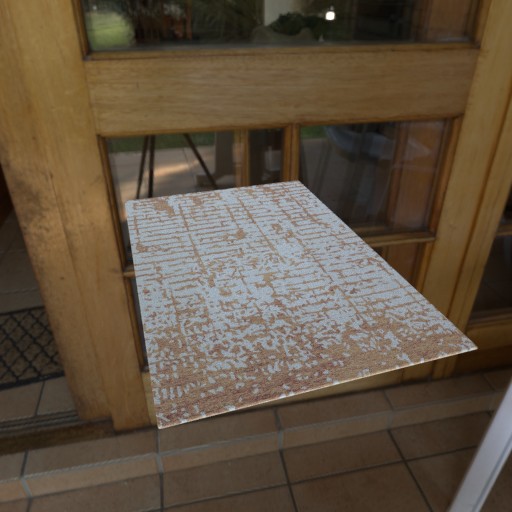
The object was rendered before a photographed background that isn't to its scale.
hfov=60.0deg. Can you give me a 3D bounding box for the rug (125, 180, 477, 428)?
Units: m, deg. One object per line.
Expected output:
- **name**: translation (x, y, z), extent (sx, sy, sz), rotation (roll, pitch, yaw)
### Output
- **rug**: translation (0.000, 0.000, 2.297), extent (1.219, 0.011, 1.829), rotation (-9, 32, -15)
